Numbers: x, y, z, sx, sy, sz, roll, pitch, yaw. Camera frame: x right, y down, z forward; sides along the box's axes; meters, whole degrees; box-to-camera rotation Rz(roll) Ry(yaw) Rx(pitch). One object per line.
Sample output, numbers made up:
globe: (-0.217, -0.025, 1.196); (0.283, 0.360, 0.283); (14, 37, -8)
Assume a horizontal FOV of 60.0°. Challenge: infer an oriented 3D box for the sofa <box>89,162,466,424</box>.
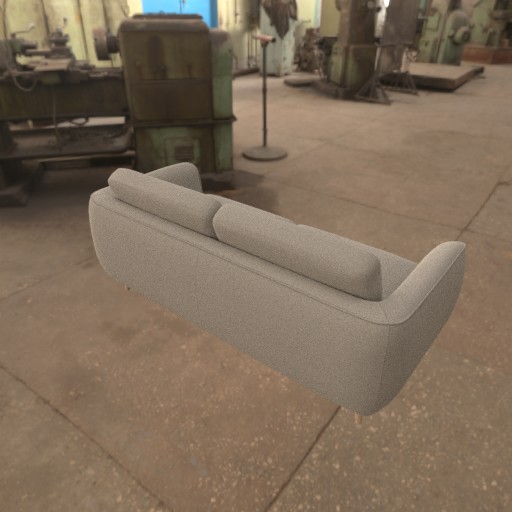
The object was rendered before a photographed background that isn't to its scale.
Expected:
sofa: (0.000, 0.000, 2.473); (2.000, 0.850, 0.920); (22, 37, 33)
